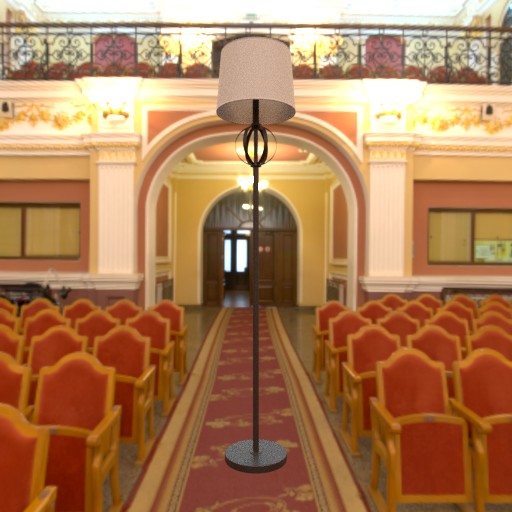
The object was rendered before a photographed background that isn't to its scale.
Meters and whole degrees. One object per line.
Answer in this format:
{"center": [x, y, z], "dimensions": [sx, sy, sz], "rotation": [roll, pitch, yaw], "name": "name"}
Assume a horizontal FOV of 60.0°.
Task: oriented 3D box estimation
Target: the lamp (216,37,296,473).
{"center": [0.000, 0.000, 1.602], "dimensions": [0.286, 1.462, 0.286], "rotation": [0, 0, 0], "name": "lamp"}
